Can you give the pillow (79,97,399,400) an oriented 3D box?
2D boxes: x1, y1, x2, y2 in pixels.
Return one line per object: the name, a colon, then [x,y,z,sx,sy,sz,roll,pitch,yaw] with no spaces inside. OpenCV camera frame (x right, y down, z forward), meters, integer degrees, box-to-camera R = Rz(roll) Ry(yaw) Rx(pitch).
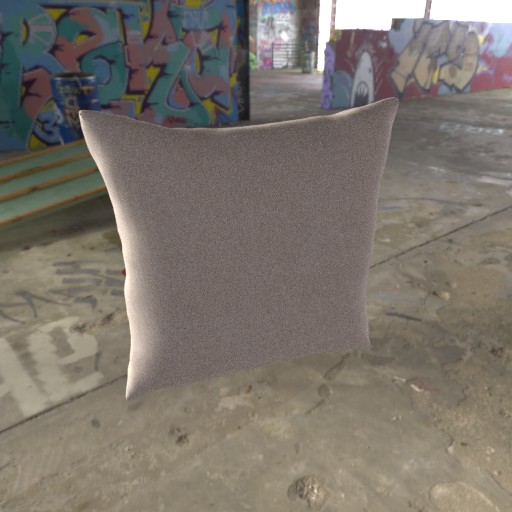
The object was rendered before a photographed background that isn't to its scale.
pillow: [0.000,0.000,0.667,0.433,0.436,0.173,-8,27,-15]
